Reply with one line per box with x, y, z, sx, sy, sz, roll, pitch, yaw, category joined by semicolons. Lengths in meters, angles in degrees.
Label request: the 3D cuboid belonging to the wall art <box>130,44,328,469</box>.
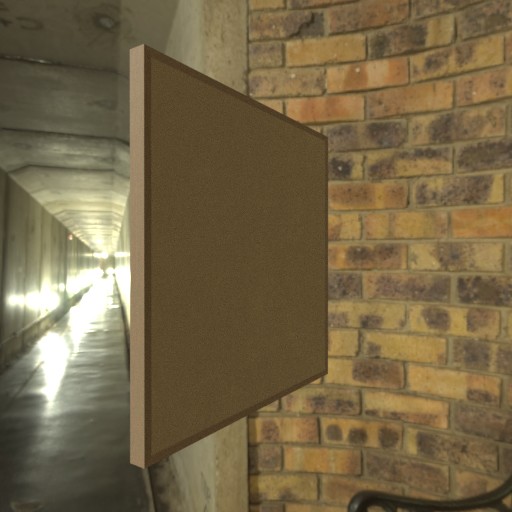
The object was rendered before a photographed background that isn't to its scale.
0.000;0.000;1.116;0.038;0.758;0.761;0;0;34;wall art
